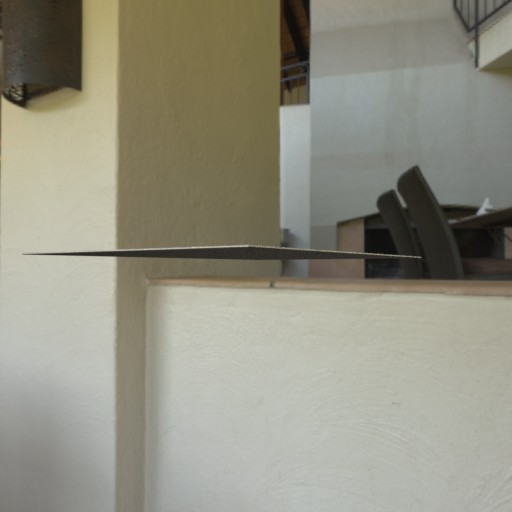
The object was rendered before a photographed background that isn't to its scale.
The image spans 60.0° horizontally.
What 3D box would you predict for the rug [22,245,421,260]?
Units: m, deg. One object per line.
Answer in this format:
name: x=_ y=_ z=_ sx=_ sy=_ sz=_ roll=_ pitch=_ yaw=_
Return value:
rug: x=0.000 y=0.000 z=2.333 sx=1.219 sy=0.008 sz=1.829 roll=-1 pitch=-2 yaw=35
